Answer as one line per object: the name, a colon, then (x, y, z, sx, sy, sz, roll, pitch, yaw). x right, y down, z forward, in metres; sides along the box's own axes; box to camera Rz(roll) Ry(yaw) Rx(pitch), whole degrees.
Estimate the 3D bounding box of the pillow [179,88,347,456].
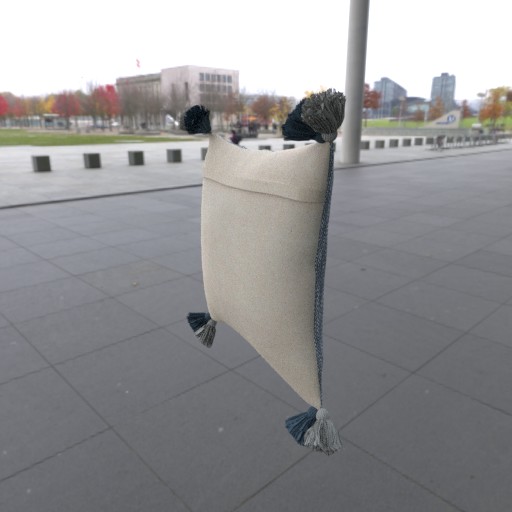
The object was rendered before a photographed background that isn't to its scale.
pillow: (0.000, 0.000, 0.928, 0.138, 0.634, 0.614, -9, 19, -27)
